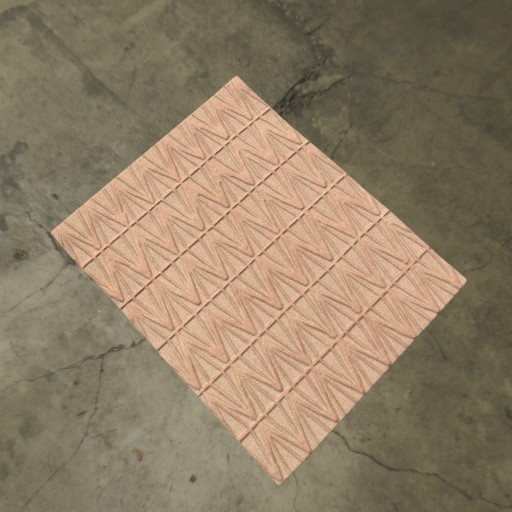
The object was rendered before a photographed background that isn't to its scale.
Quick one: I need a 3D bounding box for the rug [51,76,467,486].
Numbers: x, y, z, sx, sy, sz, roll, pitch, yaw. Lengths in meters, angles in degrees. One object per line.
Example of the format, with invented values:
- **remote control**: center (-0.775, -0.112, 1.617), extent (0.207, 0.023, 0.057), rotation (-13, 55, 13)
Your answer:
- **rug**: center (0.000, 0.000, 4.101), extent (2.453, 0.043, 3.052), rotation (-44, 79, -11)
